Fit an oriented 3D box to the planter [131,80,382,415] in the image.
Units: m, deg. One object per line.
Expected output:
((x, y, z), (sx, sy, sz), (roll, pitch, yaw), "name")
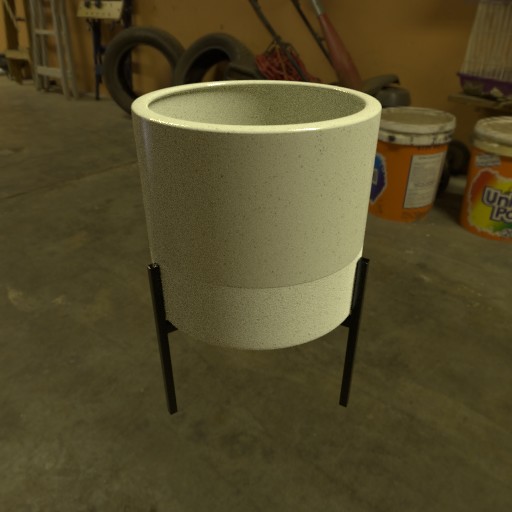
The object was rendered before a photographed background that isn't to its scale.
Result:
((0.000, 0.000, 0.336), (0.152, 0.230, 0.159), (-1, 30, -3), "planter")
